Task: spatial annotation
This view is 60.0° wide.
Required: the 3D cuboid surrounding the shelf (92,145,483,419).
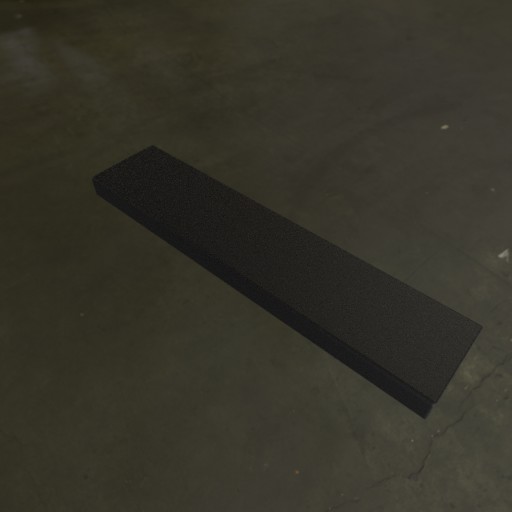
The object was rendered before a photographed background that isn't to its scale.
[{"bbox_3d":[0.000,0.000,0.494,0.456,0.053,0.102,32,54,27],"label":"shelf"}]
